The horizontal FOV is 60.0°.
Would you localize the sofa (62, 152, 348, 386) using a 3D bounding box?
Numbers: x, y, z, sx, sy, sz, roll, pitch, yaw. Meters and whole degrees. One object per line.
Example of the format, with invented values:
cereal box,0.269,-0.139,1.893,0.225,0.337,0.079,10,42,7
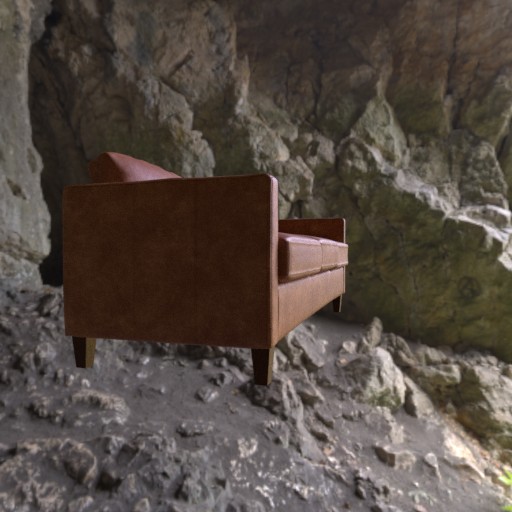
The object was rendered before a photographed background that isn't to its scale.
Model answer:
sofa,0.000,0.000,2.969,1.045,1.006,2.464,0,1,18
